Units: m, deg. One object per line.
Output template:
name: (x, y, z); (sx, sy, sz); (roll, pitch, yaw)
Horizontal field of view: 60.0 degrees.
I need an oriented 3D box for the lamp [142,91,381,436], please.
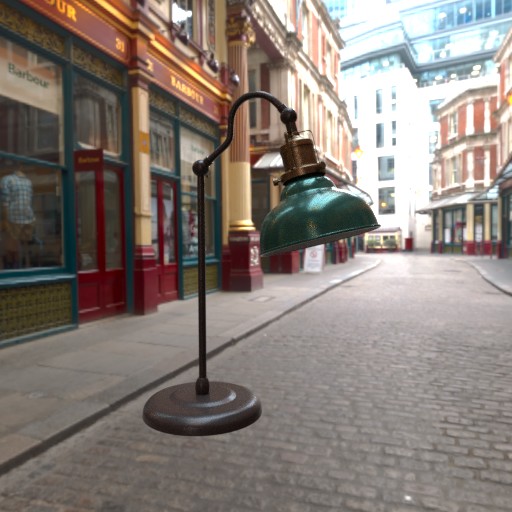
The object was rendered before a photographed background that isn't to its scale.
lamp: (0.000, 0.000, 0.689); (0.374, 0.508, 0.192); (0, 1, 19)
